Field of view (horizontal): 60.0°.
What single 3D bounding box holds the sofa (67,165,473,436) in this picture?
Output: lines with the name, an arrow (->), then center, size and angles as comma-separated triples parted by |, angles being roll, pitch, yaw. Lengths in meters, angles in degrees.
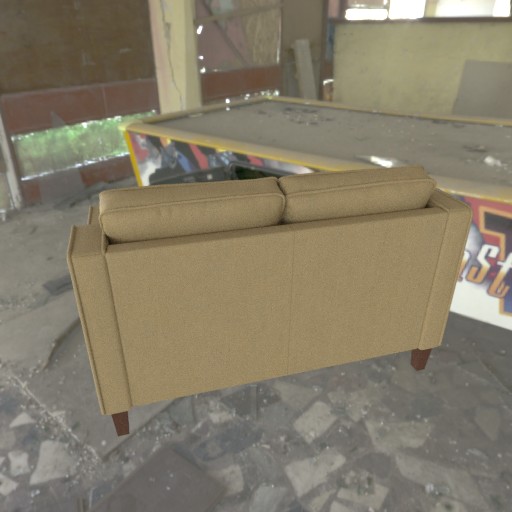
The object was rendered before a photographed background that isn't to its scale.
sofa -> 0.000, 0.000, 2.119 | 1.501, 0.971, 0.987 | -8, 28, -14
